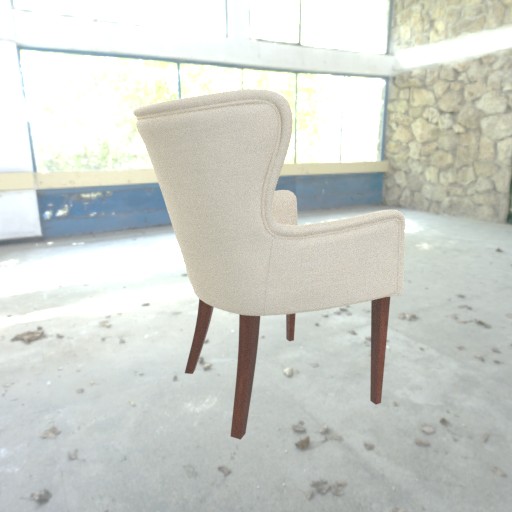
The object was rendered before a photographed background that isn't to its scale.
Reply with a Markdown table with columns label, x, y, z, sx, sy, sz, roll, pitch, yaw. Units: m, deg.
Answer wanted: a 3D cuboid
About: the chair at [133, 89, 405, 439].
| label | x | y | z | sx | sy | sz | roll | pitch | yaw |
| --- | --- | --- | --- | --- | --- | --- | --- | --- | --- |
| chair | 0.000 | 0.000 | 1.499 | 0.744 | 0.990 | 0.696 | -8 | 16 | -27 |
